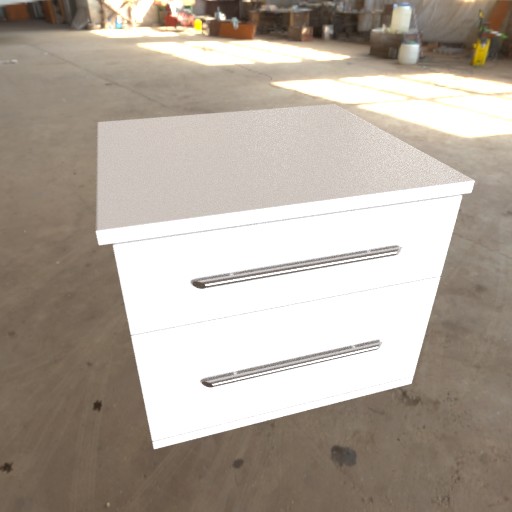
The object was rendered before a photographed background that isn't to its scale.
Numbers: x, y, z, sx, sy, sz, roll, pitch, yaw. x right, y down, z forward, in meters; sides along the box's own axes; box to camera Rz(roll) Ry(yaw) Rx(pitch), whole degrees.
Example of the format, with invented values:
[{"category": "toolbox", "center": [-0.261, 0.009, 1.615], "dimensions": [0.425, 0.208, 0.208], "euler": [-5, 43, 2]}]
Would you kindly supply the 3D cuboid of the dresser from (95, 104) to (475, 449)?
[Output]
[{"category": "dresser", "center": [0.000, 0.000, 0.720], "dimensions": [0.430, 0.360, 0.400], "euler": [-9, 33, -14]}]
